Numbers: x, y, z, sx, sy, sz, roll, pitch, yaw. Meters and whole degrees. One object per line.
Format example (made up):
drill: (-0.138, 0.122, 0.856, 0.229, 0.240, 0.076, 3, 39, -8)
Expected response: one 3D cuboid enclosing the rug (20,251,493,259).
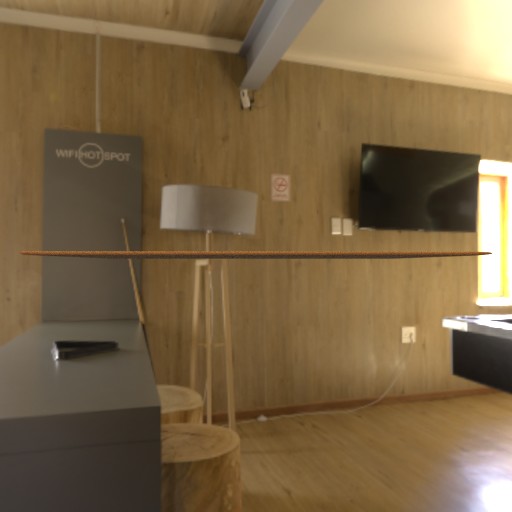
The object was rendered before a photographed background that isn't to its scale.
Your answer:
rug: (0.000, 0.000, 2.094, 1.678, 0.013, 1.078, 0, -1, -1)
